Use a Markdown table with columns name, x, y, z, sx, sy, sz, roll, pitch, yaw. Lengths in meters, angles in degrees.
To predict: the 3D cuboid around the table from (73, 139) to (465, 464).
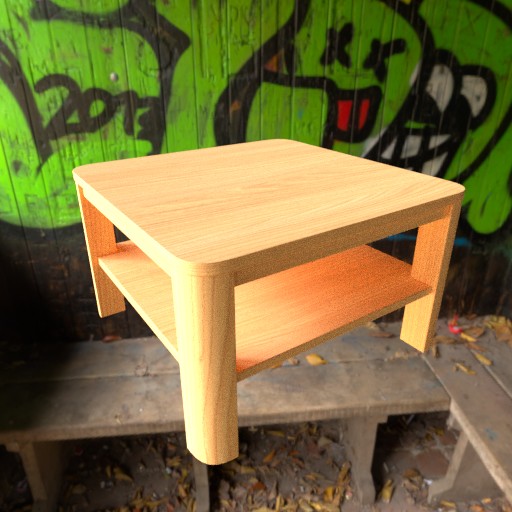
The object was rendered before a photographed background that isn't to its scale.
| name | x | y | z | sx | sy | sz | roll | pitch | yaw |
| --- | --- | --- | --- | --- | --- | --- | --- | --- | --- |
| table | 0.000 | 0.000 | 1.231 | 0.750 | 0.450 | 0.750 | -16 | 30 | -31 |
